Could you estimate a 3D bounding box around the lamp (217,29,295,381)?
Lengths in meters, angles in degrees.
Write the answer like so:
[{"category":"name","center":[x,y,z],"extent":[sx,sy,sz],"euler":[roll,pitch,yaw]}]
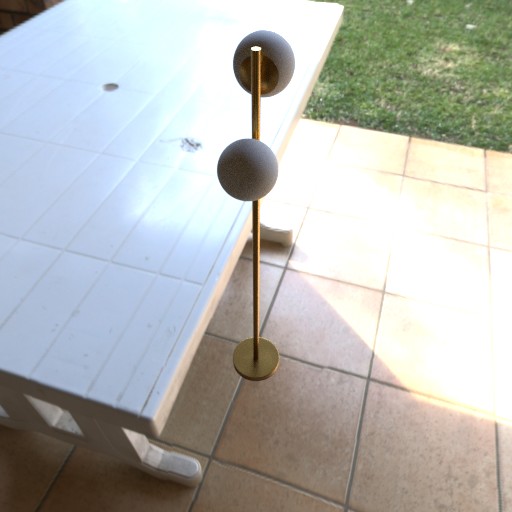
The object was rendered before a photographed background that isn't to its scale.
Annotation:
[{"category":"lamp","center":[0.000,0.000,1.795],"extent":[0.249,1.641,0.419],"euler":[9,47,8]}]
